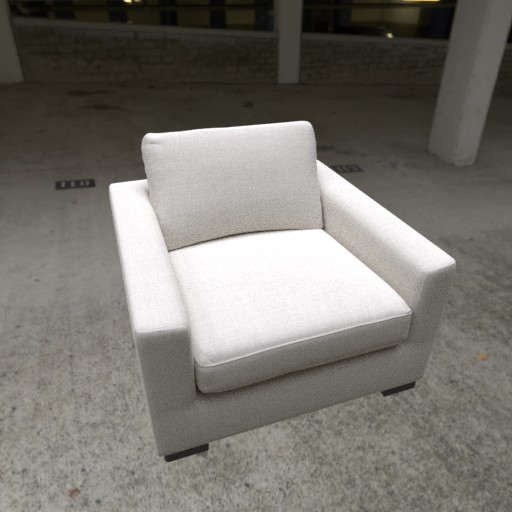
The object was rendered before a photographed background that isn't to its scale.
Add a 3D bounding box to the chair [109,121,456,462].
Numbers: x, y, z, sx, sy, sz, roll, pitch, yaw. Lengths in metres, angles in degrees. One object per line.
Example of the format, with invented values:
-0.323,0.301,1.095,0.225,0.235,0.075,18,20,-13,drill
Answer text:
0.000,0.000,1.844,1.070,0.876,1.100,-10,33,-16,chair
